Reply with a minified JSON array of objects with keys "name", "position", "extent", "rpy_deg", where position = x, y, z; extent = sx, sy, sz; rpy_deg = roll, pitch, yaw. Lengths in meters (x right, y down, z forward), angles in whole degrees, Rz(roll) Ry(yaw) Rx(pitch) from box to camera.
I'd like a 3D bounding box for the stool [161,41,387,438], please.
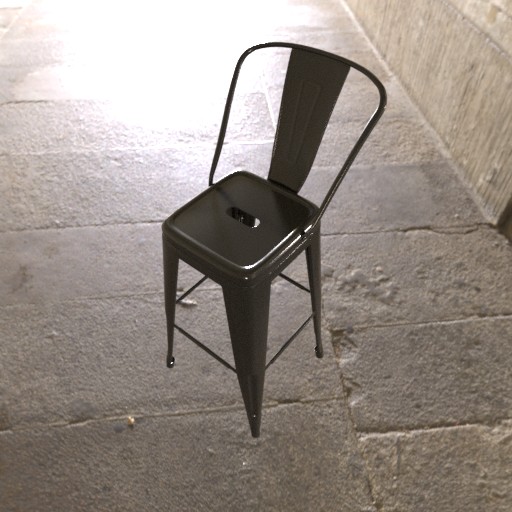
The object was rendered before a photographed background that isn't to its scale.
[{"name":"stool","position":[0.000,0.000,1.301],"extent":[0.432,1.022,0.528],"rpy_deg":[30,54,26]}]
